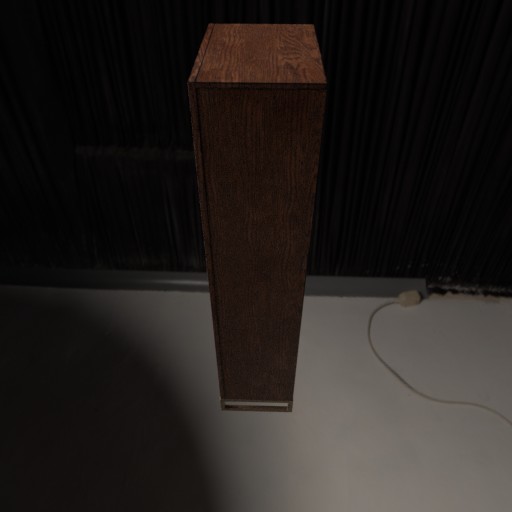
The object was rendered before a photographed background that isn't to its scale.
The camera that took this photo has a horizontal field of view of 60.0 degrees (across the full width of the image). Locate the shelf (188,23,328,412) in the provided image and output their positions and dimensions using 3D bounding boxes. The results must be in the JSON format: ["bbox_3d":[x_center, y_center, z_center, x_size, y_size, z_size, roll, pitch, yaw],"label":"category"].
[{"bbox_3d":[0.000,0.000,1.951,0.395,1.732,0.539,1,43,1],"label":"shelf"}]
